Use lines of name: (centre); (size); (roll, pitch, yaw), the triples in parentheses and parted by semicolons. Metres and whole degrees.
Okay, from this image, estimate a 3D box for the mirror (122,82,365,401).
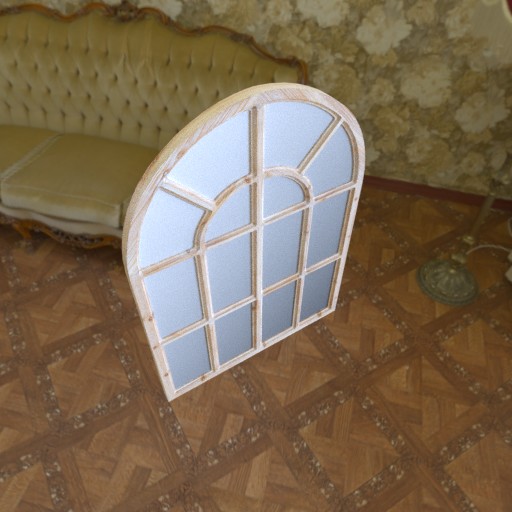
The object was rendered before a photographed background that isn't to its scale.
mirror: (0.000, 0.000, 1.174); (0.660, 0.920, 0.032); (-25, 51, -21)
